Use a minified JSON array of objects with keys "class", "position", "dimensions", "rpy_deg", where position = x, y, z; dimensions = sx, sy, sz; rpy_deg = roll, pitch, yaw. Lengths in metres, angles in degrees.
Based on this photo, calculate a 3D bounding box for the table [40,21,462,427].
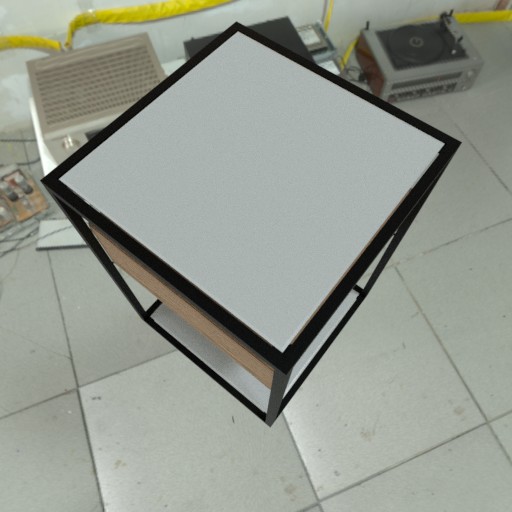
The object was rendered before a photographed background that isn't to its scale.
[{"class":"table","position":[0.000,0.000,0.799],"dimensions":[0.378,0.540,0.378],"rpy_deg":[36,69,16]}]
